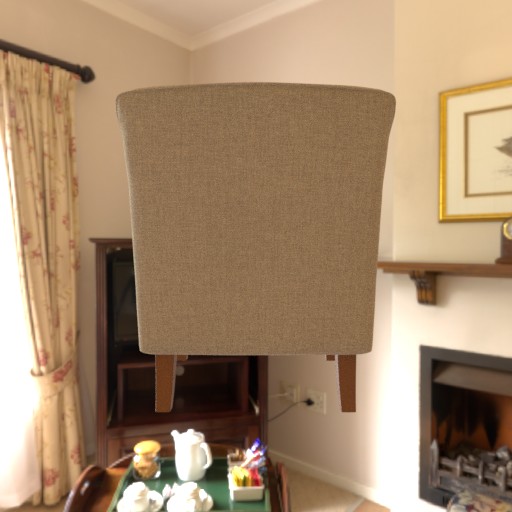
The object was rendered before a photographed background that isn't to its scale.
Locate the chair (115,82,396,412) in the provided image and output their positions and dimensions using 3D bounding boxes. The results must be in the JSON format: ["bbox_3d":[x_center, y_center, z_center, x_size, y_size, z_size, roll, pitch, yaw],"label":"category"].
[{"bbox_3d":[0.000,0.000,1.787,0.887,1.047,0.993,0,1,0],"label":"chair"}]
